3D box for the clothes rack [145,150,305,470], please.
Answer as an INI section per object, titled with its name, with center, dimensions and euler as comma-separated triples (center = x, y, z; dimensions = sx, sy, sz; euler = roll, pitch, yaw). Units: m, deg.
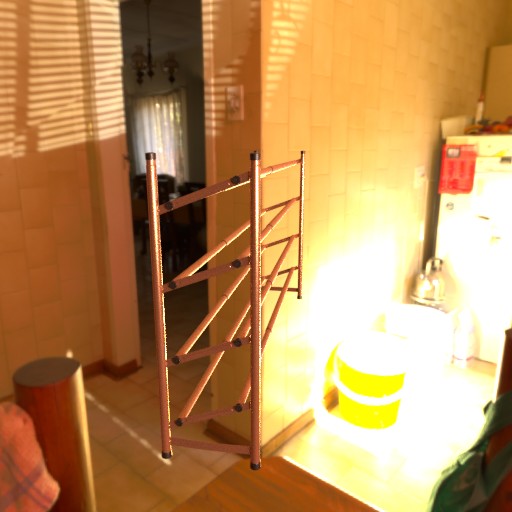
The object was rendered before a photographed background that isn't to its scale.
[clothes rack]
center = 0.000, 0.000, 1.459
dimensions = 0.229, 0.672, 1.168
euler = 2, 14, 10
